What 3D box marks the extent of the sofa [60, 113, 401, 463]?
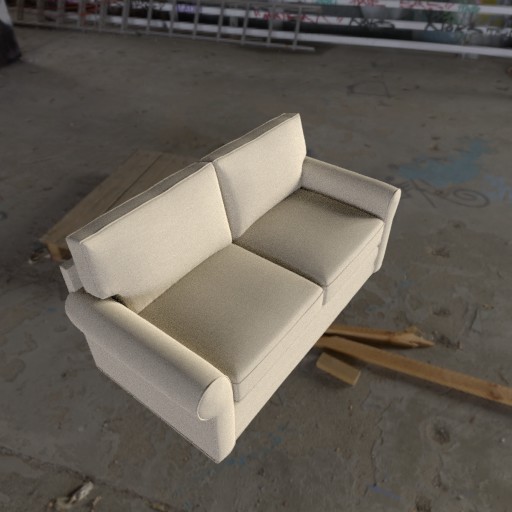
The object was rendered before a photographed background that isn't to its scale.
[{"bbox_3d":[0.000,0.000,2.329,0.861,0.933,1.774,26,47,27],"label":"sofa"}]
